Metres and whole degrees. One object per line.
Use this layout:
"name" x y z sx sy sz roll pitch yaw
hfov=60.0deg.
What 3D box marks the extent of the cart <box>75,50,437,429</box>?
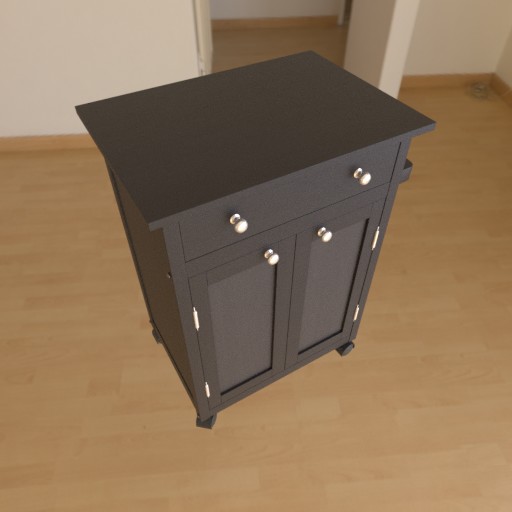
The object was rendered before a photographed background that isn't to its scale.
"cart" 0.000 0.000 1.268 0.660 0.879 0.456 -23 50 -21
